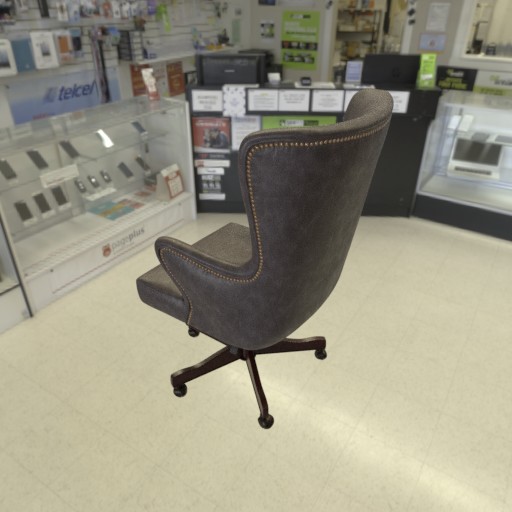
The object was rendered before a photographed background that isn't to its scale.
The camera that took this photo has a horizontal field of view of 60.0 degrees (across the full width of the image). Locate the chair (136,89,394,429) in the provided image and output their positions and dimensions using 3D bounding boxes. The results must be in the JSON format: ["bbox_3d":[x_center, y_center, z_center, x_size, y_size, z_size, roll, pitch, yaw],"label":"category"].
[{"bbox_3d":[0.000,0.000,1.476,0.717,1.037,0.594,20,37,30],"label":"chair"}]
